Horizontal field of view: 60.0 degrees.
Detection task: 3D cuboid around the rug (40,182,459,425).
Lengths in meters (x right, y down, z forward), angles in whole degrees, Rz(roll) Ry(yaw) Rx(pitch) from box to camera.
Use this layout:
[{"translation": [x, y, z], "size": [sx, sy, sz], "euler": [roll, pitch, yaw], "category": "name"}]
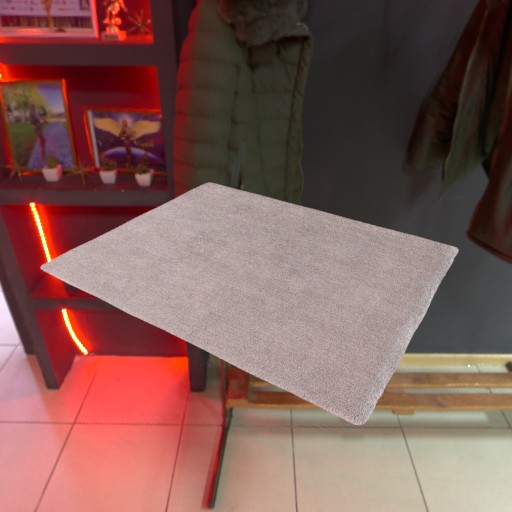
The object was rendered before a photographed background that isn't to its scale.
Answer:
[{"translation": [0.000, 0.000, 3.892], "size": [2.933, 0.027, 2.332], "euler": [19, 36, 28], "category": "rug"}]
